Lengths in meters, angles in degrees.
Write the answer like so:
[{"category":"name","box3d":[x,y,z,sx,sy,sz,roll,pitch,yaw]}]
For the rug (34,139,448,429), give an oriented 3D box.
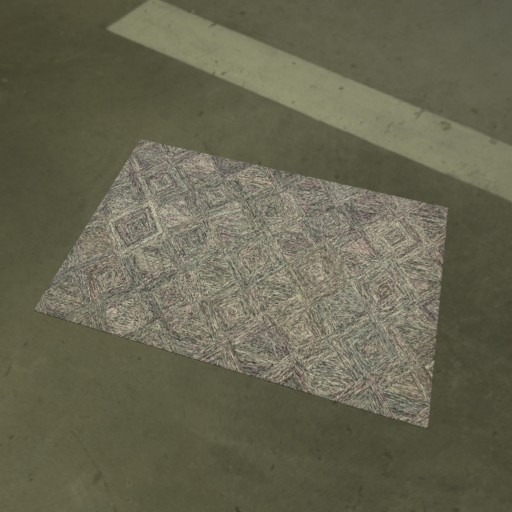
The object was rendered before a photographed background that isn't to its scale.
[{"category":"rug","box3d":[0.000,0.000,2.834,2.298,0.017,1.501,14,59,9]}]
